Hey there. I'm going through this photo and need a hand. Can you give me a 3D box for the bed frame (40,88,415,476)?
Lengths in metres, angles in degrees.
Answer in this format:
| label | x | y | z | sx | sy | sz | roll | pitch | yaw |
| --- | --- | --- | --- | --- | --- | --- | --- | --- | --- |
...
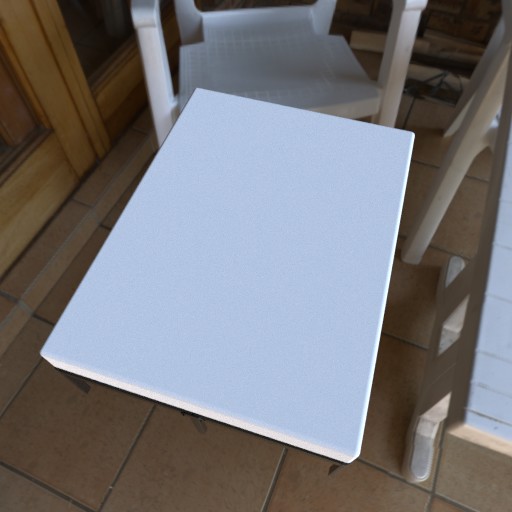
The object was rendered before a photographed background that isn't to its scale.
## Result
| label | x | y | z | sx | sy | sz | roll | pitch | yaw |
| --- | --- | --- | --- | --- | --- | --- | --- | --- | --- |
| bed frame | 0.000 | 0.000 | 2.757 | 1.557 | 0.659 | 2.072 | 15 | 59 | 9 |
